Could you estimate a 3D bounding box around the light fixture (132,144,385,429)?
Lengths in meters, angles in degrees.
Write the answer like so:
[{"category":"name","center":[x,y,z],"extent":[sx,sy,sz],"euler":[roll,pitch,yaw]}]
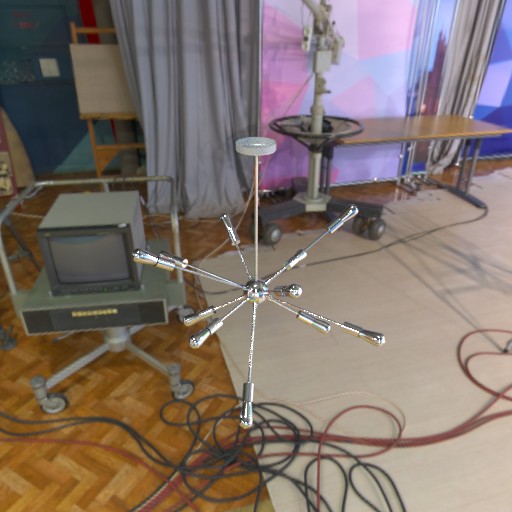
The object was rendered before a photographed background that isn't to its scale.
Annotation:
[{"category":"light fixture","center":[0.000,0.000,1.083],"extent":[0.684,0.558,0.509],"euler":[19,35,30]}]
